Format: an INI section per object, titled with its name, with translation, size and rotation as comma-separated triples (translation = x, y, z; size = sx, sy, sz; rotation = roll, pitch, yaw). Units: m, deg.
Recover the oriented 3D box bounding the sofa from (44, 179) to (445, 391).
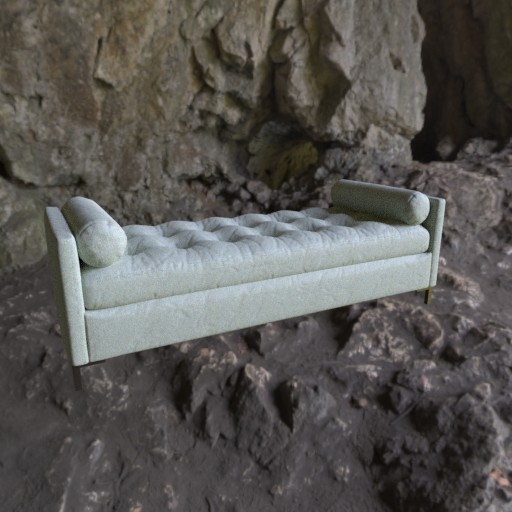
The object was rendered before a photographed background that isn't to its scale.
[sofa]
translation = 0.000, 0.000, 2.504
size = 2.102, 0.705, 0.796
rotation = -8, 18, -26
